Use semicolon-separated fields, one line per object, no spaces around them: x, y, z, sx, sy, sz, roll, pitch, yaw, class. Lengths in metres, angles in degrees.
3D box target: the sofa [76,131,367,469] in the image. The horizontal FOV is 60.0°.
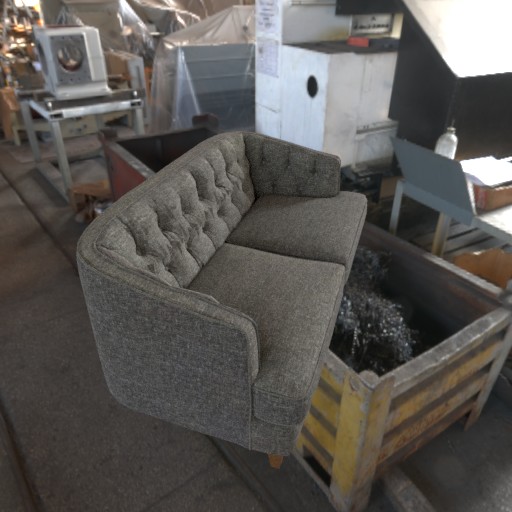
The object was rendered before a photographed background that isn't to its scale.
0.000;0.000;2.249;0.941;0.855;1.733;10;33;16;sofa
